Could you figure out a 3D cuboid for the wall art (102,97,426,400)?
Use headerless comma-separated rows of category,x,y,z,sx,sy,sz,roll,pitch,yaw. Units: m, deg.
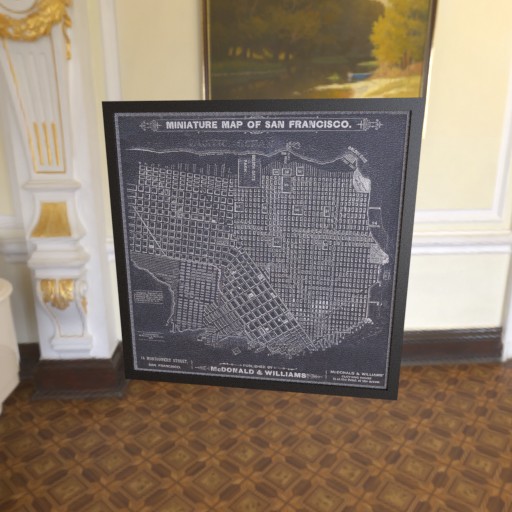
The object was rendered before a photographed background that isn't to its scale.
wall art,0.000,0.000,1.210,0.807,0.807,0.022,2,15,8
